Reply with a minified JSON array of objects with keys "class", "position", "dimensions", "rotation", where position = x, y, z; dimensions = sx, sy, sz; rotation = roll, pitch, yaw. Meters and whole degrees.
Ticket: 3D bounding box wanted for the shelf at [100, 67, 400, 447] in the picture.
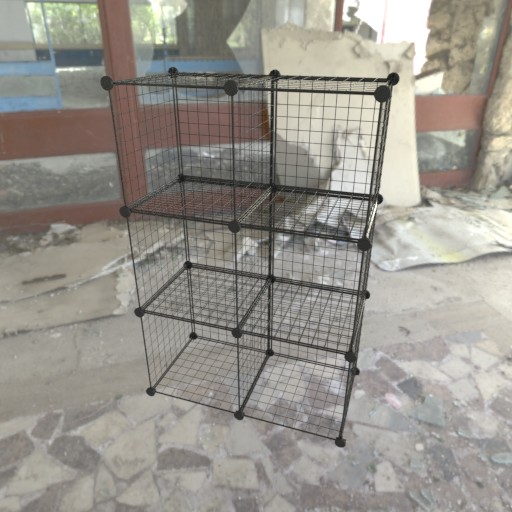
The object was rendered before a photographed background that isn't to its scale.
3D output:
[{"class":"shelf","position":[0.000,0.000,1.402],"dimensions":[0.711,1.067,0.356],"rotation":[9,28,17]}]
